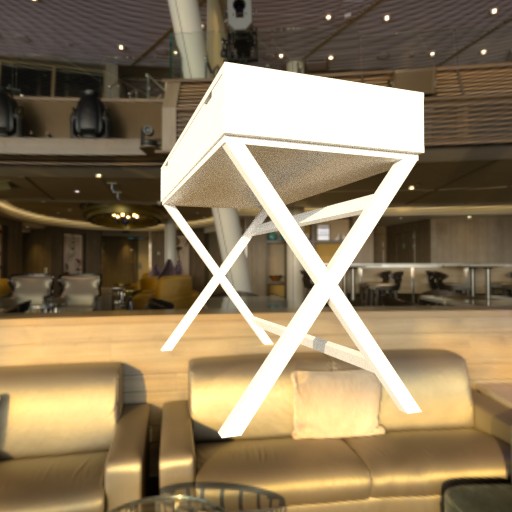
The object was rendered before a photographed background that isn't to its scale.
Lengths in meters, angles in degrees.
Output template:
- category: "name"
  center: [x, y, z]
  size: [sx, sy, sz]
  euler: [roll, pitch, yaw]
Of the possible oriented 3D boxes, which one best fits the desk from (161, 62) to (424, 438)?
- category: "desk"
  center: [0.000, 0.000, 1.493]
  size: [0.509, 0.780, 1.059]
  euler: [0, -1, -19]
